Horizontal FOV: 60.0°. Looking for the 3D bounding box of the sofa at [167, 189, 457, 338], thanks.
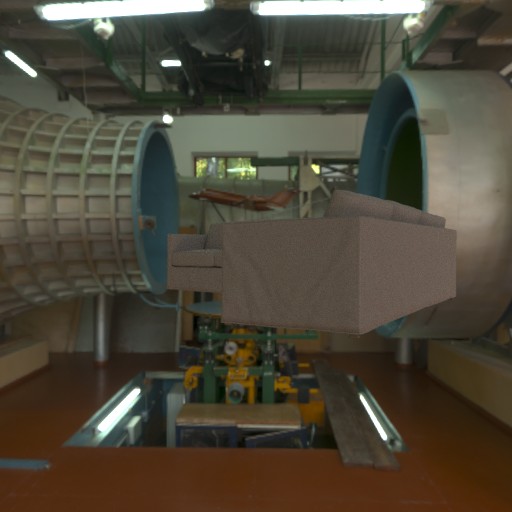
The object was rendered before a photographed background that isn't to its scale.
[{"bbox_3d":[0.000,0.000,4.340,3.182,0.871,2.432,1,1,36],"label":"sofa"}]
